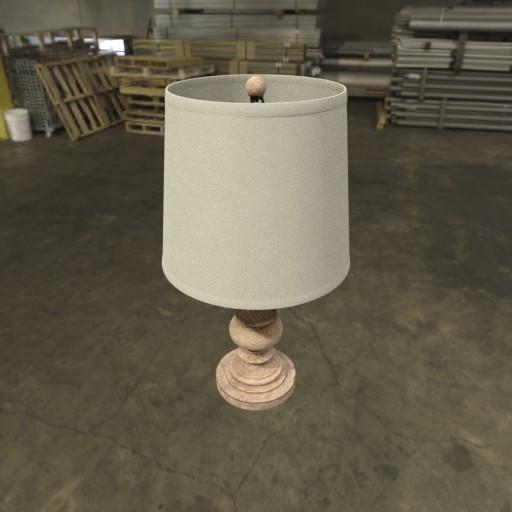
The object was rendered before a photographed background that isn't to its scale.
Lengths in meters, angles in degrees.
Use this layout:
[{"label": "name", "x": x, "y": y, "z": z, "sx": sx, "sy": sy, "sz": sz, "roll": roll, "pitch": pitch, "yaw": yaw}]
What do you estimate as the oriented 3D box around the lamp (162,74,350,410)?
[{"label": "lamp", "x": 0.000, "y": 0.000, "z": 0.655, "sx": 0.273, "sy": 0.497, "sz": 0.273, "roll": 0, "pitch": 29, "yaw": 0}]
